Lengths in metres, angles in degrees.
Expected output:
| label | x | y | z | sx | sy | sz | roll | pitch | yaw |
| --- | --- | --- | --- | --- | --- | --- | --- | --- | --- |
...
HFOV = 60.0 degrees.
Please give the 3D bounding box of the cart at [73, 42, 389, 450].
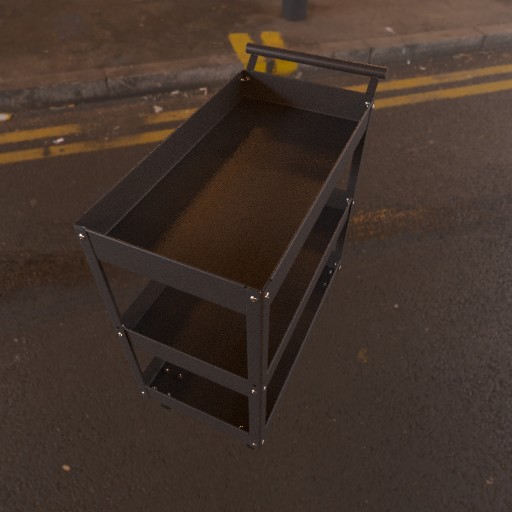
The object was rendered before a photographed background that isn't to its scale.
| label | x | y | z | sx | sy | sz | roll | pitch | yaw |
| --- | --- | --- | --- | --- | --- | --- | --- | --- | --- |
| cart | 0.000 | 0.000 | 1.160 | 0.366 | 0.780 | 0.719 | 18 | 49 | 17 |
